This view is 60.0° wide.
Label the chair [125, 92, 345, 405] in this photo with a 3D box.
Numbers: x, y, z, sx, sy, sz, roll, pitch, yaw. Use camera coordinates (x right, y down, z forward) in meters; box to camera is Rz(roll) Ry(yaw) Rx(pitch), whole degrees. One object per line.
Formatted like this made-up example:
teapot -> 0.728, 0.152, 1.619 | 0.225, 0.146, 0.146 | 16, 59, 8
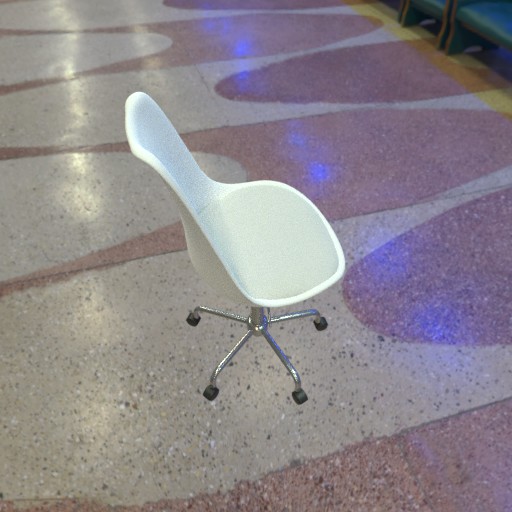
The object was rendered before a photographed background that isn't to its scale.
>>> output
chair -> 0.000, 0.000, 1.279 | 0.550, 0.930, 0.550 | -11, 48, -11
